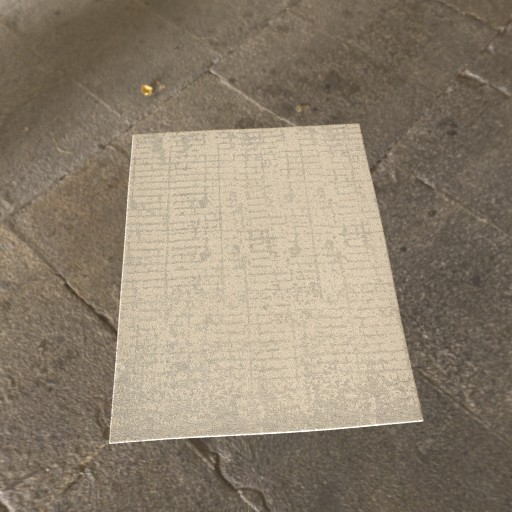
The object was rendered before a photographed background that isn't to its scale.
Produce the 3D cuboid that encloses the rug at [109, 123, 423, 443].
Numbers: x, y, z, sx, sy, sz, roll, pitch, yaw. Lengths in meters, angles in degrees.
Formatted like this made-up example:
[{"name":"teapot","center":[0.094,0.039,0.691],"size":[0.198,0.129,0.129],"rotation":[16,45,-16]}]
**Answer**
[{"name":"rug","center":[0.000,0.000,4.091],"size":[2.447,0.014,3.061],"rotation":[-3,64,-2]}]
